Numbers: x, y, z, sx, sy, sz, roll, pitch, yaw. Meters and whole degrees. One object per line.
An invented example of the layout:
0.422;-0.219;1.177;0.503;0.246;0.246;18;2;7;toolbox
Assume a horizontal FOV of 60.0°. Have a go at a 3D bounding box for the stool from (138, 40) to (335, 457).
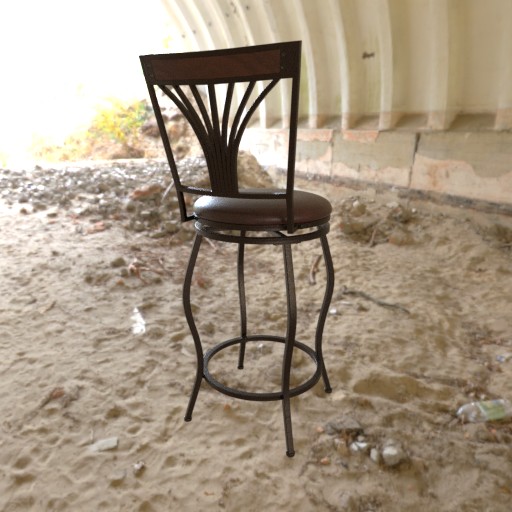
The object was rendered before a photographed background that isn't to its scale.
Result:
0.000;0.000;1.370;0.433;1.117;0.514;8;18;25;stool
